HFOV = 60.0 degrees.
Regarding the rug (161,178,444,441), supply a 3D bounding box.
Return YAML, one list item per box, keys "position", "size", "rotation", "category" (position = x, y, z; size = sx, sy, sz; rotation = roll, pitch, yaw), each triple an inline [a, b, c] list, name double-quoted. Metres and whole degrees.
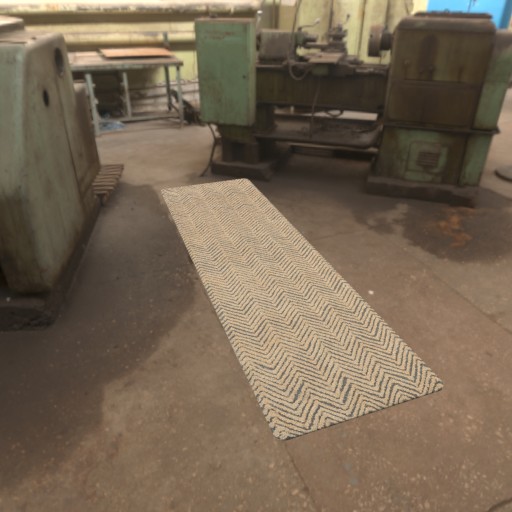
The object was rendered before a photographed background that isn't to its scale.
- position: [0.000, 0.000, 2.472]
  size: [0.686, 0.008, 2.286]
  rotation: [-11, 32, -17]
  category: "rug"
